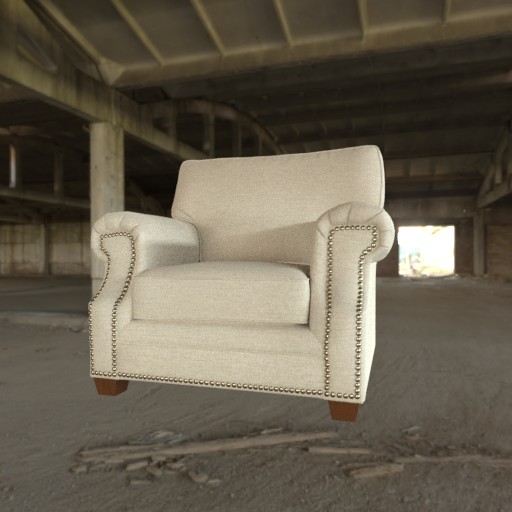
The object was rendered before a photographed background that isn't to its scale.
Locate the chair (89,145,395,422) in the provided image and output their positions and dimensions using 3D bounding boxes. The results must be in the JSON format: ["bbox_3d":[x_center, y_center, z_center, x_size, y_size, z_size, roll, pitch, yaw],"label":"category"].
[{"bbox_3d":[0.000,0.000,1.834,1.092,0.961,0.965,0,0,17],"label":"chair"}]
